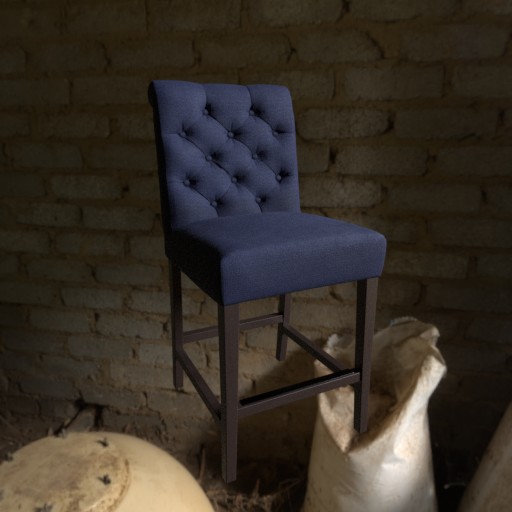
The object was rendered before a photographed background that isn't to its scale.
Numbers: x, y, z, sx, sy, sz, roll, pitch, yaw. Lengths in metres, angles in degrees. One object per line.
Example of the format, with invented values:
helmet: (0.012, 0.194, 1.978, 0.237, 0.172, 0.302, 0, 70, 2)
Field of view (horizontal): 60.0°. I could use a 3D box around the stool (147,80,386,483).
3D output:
stool: (0.000, 0.000, 1.332, 0.493, 1.010, 0.601, -8, 18, -25)
